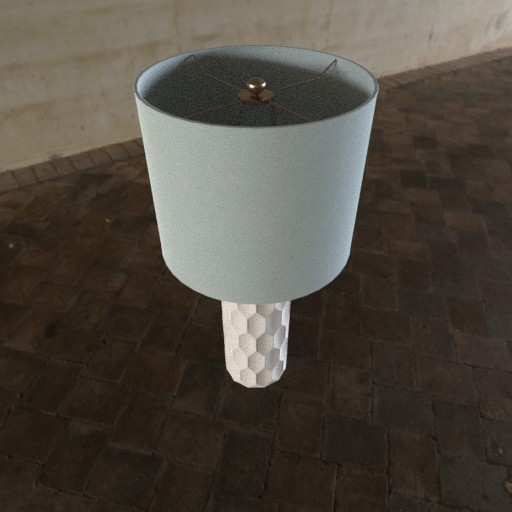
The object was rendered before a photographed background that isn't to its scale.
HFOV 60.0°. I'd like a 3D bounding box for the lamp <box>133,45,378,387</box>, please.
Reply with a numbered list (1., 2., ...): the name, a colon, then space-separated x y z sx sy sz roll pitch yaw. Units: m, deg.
1. lamp: 0.000 0.000 0.682 0.277 0.534 0.277 0 40 0
